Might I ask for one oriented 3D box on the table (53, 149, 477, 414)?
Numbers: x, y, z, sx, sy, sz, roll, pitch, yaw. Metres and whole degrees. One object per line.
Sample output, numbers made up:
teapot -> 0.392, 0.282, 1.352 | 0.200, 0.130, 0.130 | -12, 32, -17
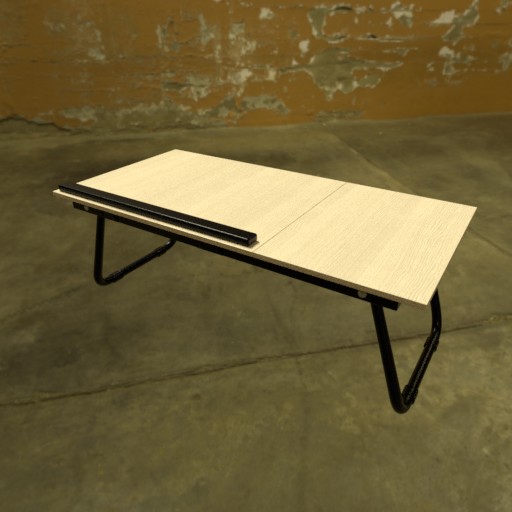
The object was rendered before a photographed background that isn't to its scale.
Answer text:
table -> 0.000, 0.000, 0.799 | 0.644, 0.242, 0.322 | 17, 33, 28
